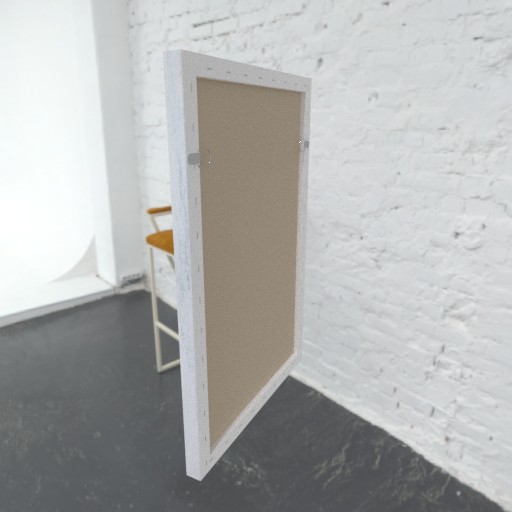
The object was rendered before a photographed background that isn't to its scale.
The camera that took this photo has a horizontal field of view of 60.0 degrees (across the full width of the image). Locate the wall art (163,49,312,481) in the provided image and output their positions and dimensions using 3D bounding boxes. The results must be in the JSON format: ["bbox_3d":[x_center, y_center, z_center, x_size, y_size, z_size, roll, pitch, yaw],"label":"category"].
[{"bbox_3d":[0.000,0.000,1.163,0.043,0.914,0.624,9,19,26],"label":"wall art"}]
